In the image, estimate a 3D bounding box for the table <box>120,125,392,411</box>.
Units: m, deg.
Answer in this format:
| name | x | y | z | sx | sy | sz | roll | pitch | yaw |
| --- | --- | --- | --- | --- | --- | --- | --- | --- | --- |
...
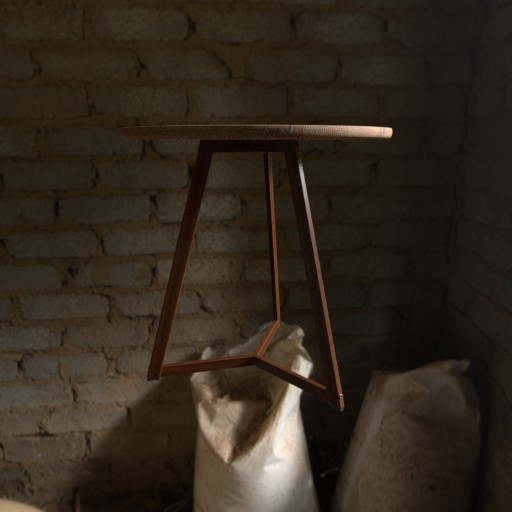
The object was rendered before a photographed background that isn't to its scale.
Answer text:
| name | x | y | z | sx | sy | sz | roll | pitch | yaw |
| --- | --- | --- | --- | --- | --- | --- | --- | --- | --- |
| table | 0.000 | 0.000 | 0.910 | 0.500 | 0.500 | 0.500 | 0 | 15 | 0 |
